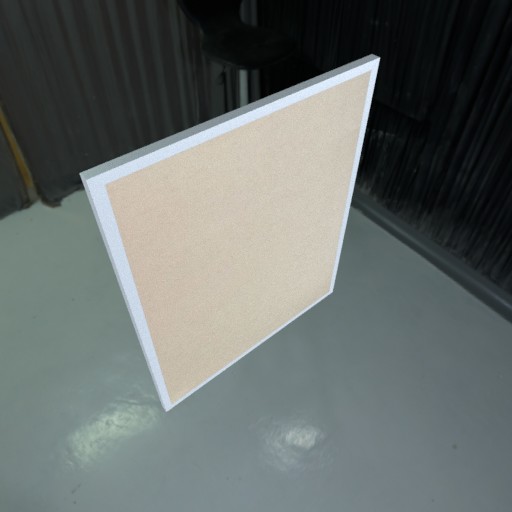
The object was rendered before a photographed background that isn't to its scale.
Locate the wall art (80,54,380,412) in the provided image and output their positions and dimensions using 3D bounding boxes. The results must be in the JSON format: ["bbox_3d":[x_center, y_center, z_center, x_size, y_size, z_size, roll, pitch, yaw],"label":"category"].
[{"bbox_3d":[0.000,0.000,0.625,0.382,0.456,0.013,-31,54,-26],"label":"wall art"}]
